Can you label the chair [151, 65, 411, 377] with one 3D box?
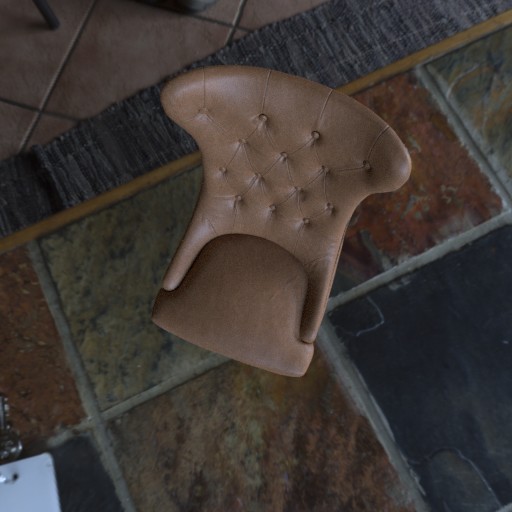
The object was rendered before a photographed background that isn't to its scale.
[{"bbox_3d":[0.000,0.000,1.461,0.611,1.065,0.669,20,76,5],"label":"chair"}]
